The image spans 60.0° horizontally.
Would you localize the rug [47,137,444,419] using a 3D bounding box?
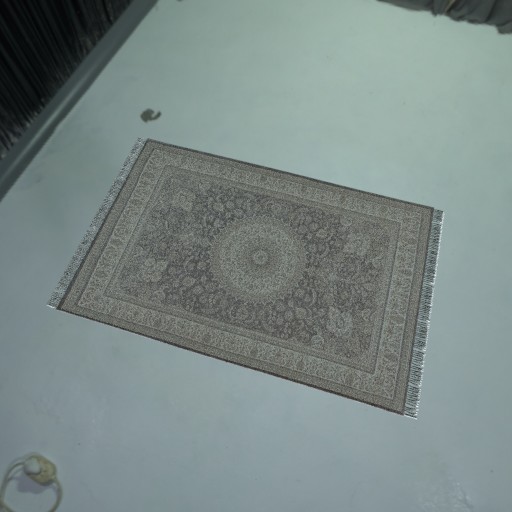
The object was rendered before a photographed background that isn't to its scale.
[{"bbox_3d":[0.000,0.000,3.091,2.440,0.010,1.528,15,64,8],"label":"rug"}]
